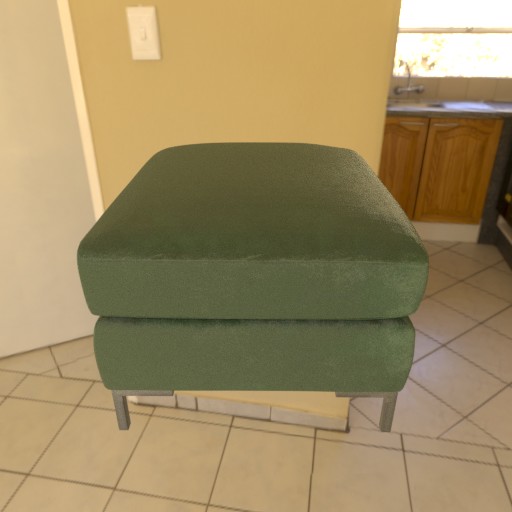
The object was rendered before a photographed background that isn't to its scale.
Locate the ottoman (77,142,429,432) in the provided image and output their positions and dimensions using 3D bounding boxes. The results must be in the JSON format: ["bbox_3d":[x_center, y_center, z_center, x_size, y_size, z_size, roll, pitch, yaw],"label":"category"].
[{"bbox_3d":[0.000,0.000,1.299,0.701,0.538,0.839,0,27,0],"label":"ottoman"}]
